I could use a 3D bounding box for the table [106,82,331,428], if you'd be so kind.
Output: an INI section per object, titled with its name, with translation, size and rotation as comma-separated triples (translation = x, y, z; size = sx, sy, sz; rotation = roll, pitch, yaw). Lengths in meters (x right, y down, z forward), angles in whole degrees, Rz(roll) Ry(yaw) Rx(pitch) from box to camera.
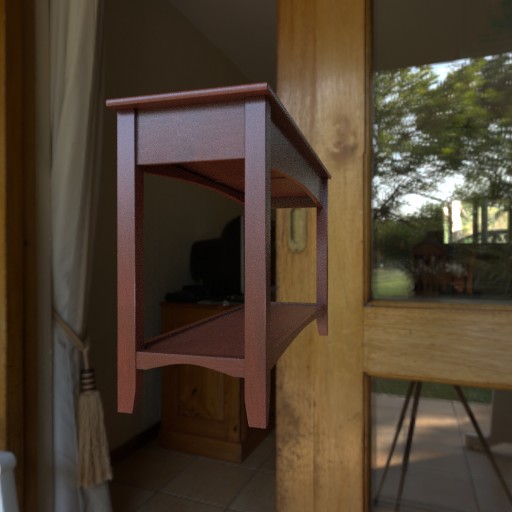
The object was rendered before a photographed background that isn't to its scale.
[table]
translation = 0.000, 0.000, 1.552
size = 0.392, 0.739, 1.188
rotation = 0, 1, 16
